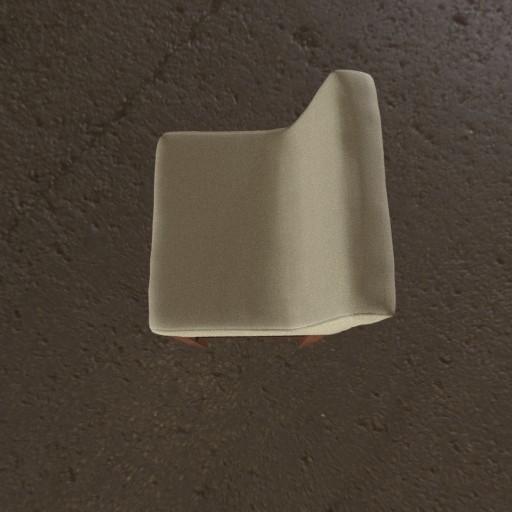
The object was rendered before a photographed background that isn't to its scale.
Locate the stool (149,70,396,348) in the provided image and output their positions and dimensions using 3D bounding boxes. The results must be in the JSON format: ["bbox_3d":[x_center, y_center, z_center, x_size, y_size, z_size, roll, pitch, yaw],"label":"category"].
[{"bbox_3d":[0.000,0.000,1.317,0.500,1.037,0.511,-1,75,0],"label":"stool"}]
